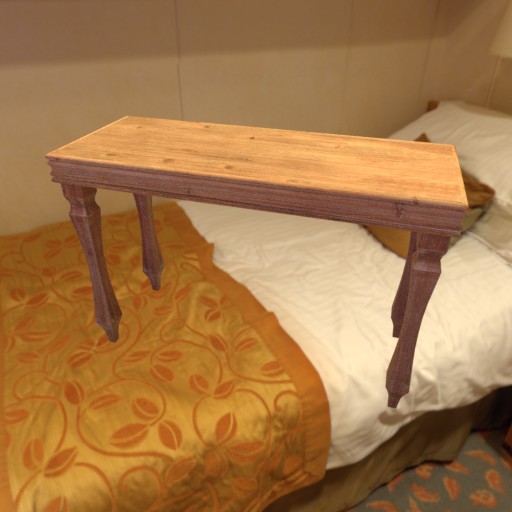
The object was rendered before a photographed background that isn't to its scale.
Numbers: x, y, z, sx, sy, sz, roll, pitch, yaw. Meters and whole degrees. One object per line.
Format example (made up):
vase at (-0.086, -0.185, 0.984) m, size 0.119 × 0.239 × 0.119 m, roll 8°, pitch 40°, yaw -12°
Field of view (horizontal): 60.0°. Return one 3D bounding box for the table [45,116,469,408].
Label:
table at (0.000, 0.000, 1.770) m, size 1.330 × 0.873 × 0.522 m, roll 9°, pitch 33°, yaw 14°
